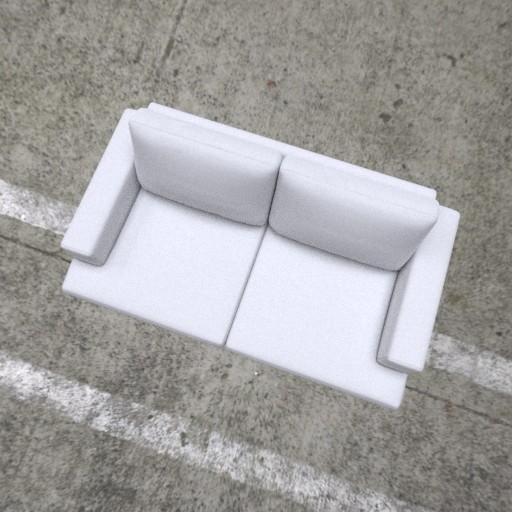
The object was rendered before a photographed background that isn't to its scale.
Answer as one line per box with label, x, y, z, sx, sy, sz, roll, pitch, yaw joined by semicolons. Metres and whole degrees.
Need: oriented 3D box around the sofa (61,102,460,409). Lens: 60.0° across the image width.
sofa;0.000;0.000;2.103;1.650;0.810;0.920;19;76;5
